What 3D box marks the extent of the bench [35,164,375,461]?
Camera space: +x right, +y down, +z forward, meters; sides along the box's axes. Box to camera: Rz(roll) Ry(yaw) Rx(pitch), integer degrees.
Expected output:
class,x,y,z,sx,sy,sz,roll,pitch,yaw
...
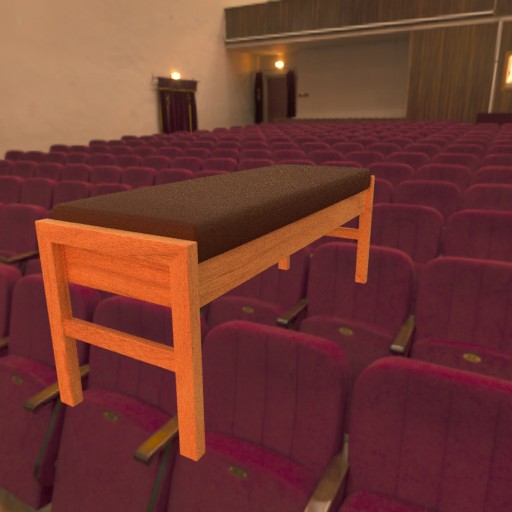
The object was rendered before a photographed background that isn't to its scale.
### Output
class,x,y,z,sx,sy,sz,roll,pitch,yaw
bench,0.000,0.000,1.406,0.405,0.480,1.200,9,19,28
